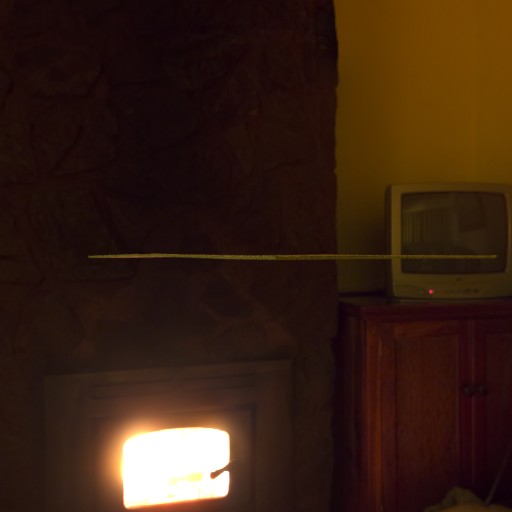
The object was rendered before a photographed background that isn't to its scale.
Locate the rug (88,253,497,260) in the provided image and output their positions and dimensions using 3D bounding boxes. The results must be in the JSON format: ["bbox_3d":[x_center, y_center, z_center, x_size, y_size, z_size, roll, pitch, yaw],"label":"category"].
[{"bbox_3d":[0.000,0.000,2.187,1.145,0.021,1.777,0,0,-35],"label":"rug"}]
